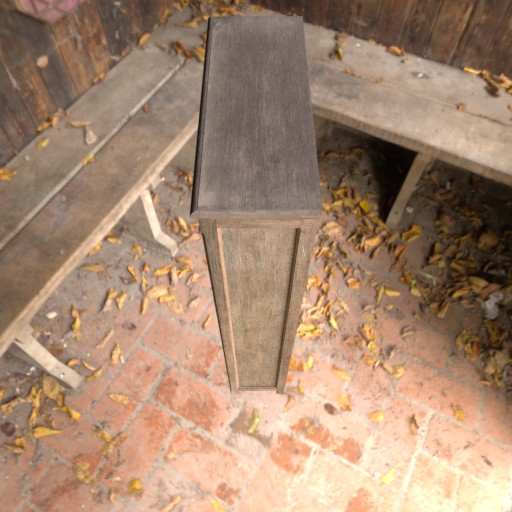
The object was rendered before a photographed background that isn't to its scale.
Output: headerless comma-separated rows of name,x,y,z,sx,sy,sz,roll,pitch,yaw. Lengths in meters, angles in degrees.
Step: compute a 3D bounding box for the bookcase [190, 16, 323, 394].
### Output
bookcase,0.000,0.000,2.175,0.348,1.880,0.906,0,58,0
